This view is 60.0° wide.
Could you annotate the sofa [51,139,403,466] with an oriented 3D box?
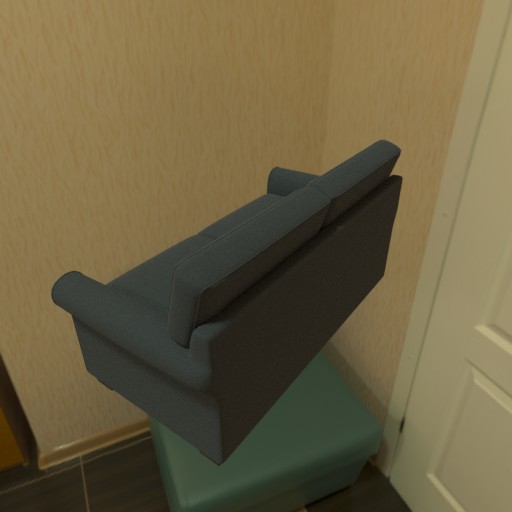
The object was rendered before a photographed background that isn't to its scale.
[{"bbox_3d":[0.000,0.000,2.495,0.940,1.020,1.930,21,37,30],"label":"sofa"}]
